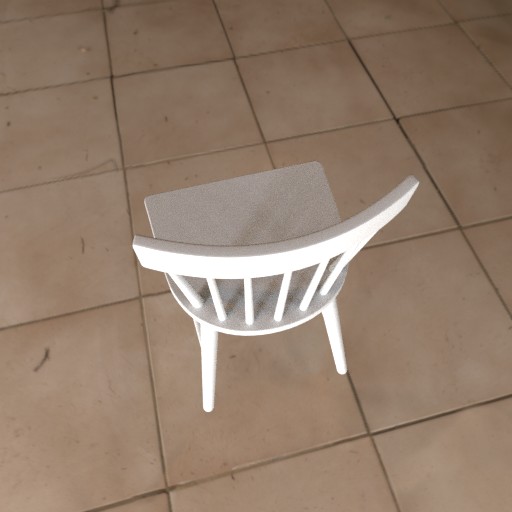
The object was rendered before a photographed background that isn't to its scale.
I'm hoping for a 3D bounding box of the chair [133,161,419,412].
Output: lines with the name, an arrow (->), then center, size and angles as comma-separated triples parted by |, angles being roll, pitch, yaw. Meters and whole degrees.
chair -> 0.000, 0.000, 1.111 | 0.483, 0.787, 0.500 | -13, 60, -8
